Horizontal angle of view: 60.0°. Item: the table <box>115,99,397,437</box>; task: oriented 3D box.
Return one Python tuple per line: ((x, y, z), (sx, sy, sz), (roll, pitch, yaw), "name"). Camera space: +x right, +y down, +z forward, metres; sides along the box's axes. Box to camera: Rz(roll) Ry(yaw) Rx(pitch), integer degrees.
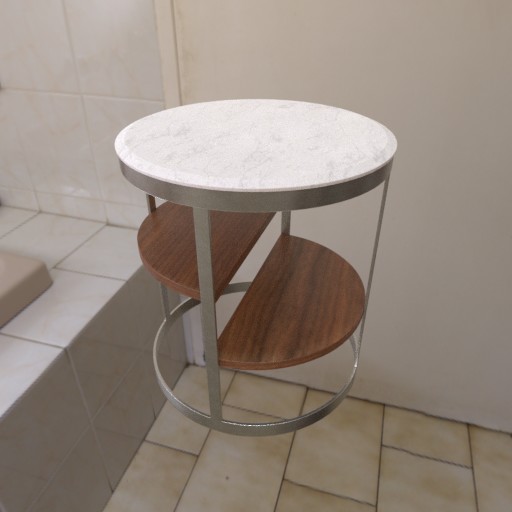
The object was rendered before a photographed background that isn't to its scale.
((0.000, 0.000, 0.777), (0.407, 0.447, 0.407), (0, 32, 0), "table")
